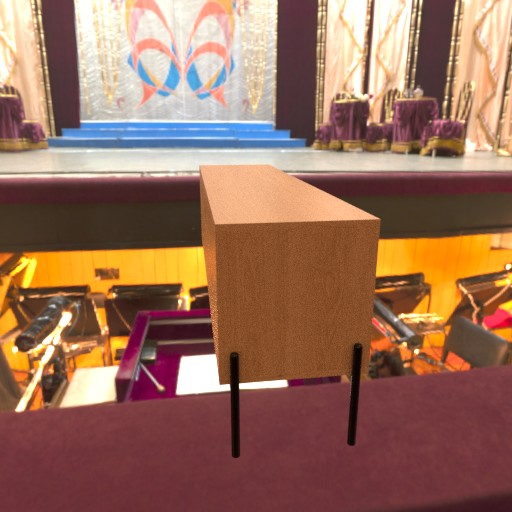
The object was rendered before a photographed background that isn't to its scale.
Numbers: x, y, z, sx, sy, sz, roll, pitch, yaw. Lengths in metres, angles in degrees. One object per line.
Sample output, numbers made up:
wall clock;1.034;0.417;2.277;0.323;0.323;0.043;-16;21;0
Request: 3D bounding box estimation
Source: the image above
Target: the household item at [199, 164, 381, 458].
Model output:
household item;0.000;0.000;1.793;0.400;0.600;1.550;-2;17;-8
